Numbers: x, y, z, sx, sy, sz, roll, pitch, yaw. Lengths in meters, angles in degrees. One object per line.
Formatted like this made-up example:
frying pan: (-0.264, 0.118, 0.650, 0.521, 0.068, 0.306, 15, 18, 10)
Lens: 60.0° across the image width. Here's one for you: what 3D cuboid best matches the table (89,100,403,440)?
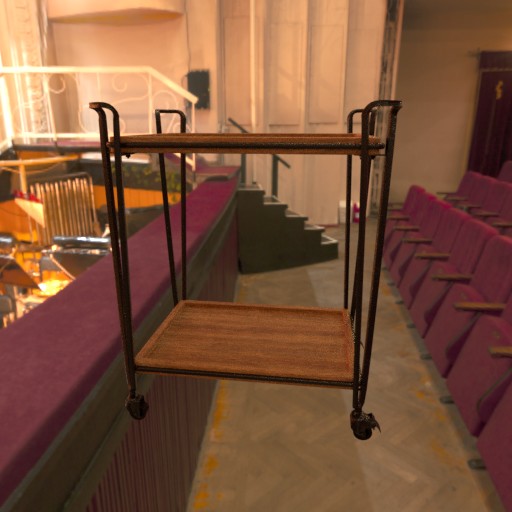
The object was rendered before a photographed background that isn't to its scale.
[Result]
table: (0.000, 0.000, 1.223, 0.672, 0.785, 0.505, 2, 17, 8)
